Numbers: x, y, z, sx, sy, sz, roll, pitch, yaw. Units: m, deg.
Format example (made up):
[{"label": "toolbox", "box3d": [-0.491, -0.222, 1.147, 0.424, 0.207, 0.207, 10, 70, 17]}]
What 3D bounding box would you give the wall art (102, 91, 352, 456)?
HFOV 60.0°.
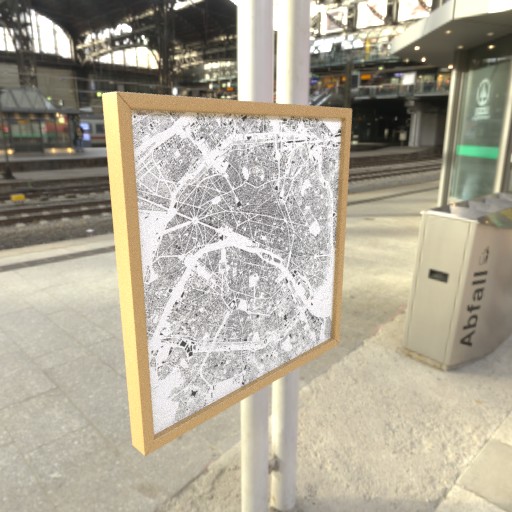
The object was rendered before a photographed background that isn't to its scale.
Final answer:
[{"label": "wall art", "box3d": [0.000, 0.000, 0.777, 0.036, 0.509, 0.509, 14, 21, 42]}]
